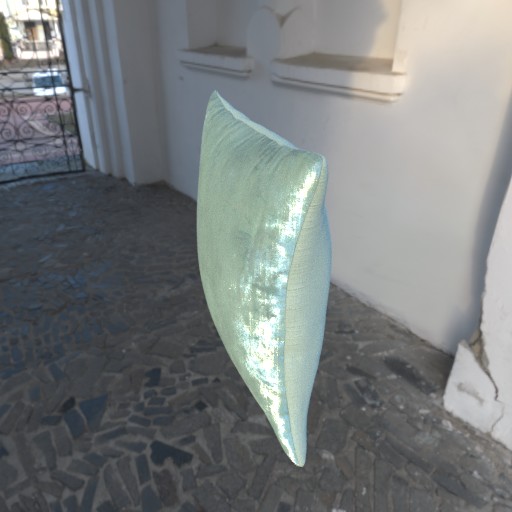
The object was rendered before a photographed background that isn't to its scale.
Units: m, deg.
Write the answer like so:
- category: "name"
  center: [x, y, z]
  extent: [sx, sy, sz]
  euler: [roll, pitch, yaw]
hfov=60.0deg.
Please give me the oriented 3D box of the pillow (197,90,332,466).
- category: "pillow"
  center: [0.000, 0.000, 0.736]
  extent: [0.175, 0.464, 0.470]
  euler: [-8, 29, -15]
